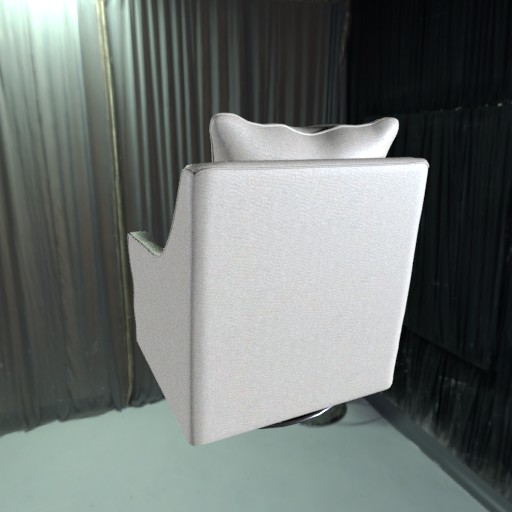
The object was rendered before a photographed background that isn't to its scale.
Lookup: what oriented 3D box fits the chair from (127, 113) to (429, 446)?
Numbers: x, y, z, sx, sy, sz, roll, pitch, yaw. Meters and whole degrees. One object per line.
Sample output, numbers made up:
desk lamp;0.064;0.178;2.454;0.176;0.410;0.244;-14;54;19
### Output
chair;0.000;0.000;1.606;0.760;0.942;0.876;-7;16;-25
